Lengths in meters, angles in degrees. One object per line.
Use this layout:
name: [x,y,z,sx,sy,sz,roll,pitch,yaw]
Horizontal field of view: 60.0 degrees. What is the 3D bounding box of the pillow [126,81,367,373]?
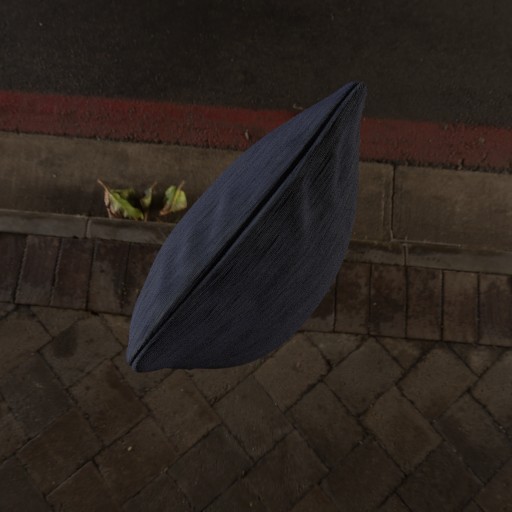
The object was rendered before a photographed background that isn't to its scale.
pillow: [0.000,0.000,0.692,0.246,0.414,0.432,37,79,9]
